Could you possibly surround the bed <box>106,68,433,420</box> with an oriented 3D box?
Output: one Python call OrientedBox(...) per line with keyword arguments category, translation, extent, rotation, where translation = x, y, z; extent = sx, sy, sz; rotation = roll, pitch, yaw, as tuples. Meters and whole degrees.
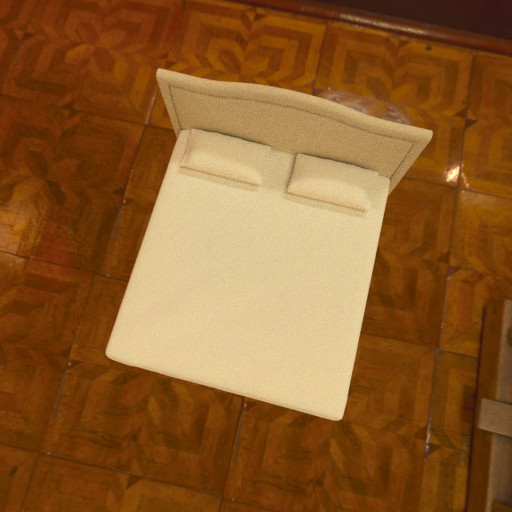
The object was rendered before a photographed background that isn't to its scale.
OrientedBox(category="bed", translation=(0.000, 0.000, 3.582), extent=(2.083, 1.421, 2.182), rotation=(14, 76, 4))
